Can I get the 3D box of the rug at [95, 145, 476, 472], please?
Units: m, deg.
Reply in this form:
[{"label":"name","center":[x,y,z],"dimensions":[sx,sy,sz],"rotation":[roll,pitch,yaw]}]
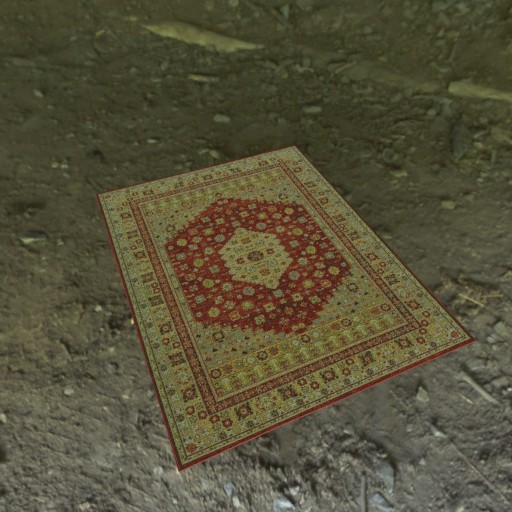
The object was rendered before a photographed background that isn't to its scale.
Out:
[{"label":"rug","center":[0.000,0.000,4.062],"dimensions":[2.387,0.013,3.053],"rotation":[-17,48,-16]}]
